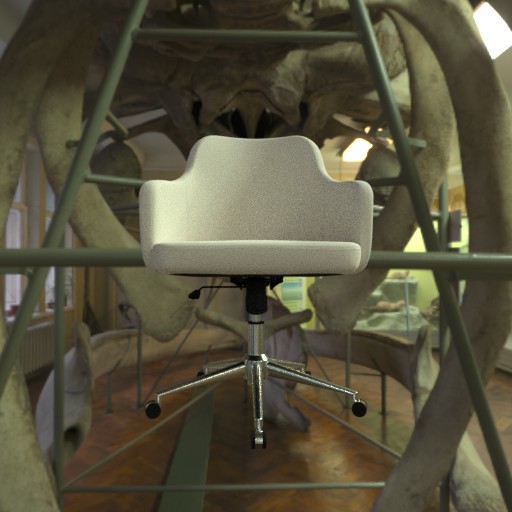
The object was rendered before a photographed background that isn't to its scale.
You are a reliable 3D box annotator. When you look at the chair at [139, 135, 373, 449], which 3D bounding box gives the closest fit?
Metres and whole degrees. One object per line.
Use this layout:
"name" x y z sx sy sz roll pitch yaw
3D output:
"chair" 0.000 0.000 1.248 0.602 0.819 0.647 0 0 -1
